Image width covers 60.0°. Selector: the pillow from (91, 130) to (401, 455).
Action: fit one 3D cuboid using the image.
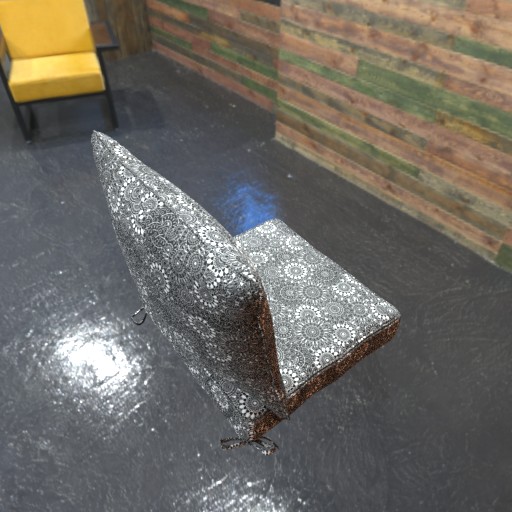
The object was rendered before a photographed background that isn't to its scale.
[{"bbox_3d":[0.000,0.000,1.371,0.740,0.722,0.798,-27,48,-27],"label":"pillow"}]
